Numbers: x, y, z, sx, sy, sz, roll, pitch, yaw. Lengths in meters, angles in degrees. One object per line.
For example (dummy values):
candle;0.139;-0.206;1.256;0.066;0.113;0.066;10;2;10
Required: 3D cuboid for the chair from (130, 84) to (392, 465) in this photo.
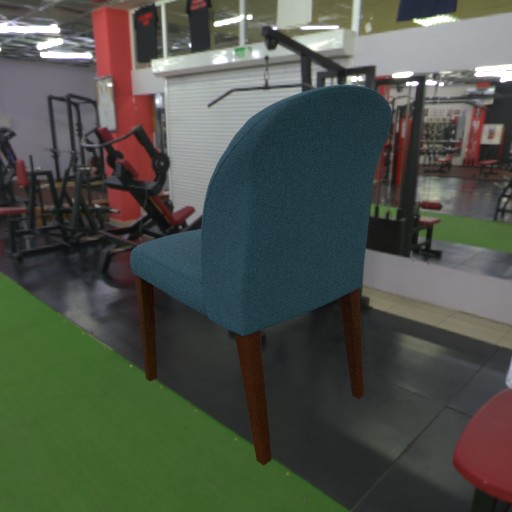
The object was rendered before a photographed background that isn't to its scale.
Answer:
chair;0.000;0.000;1.268;0.507;0.879;0.620;-15;22;-41
